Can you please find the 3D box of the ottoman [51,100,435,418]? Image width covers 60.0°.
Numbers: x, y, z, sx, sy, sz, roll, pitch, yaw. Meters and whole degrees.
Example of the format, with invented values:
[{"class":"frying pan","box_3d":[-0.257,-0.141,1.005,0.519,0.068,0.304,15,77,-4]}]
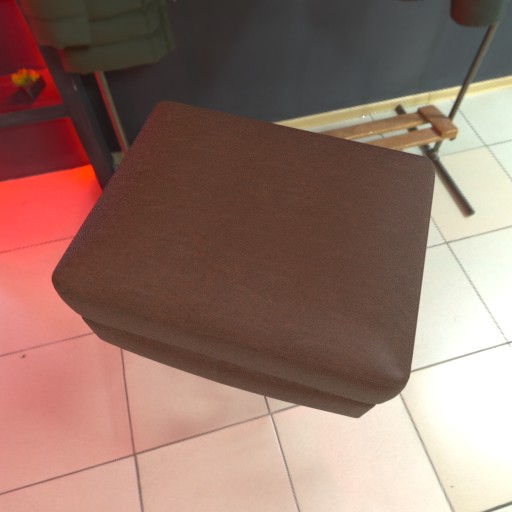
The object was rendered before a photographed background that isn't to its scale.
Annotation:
[{"class":"ottoman","box_3d":[0.000,0.000,1.176,0.787,0.508,0.635,15,60,9]}]
